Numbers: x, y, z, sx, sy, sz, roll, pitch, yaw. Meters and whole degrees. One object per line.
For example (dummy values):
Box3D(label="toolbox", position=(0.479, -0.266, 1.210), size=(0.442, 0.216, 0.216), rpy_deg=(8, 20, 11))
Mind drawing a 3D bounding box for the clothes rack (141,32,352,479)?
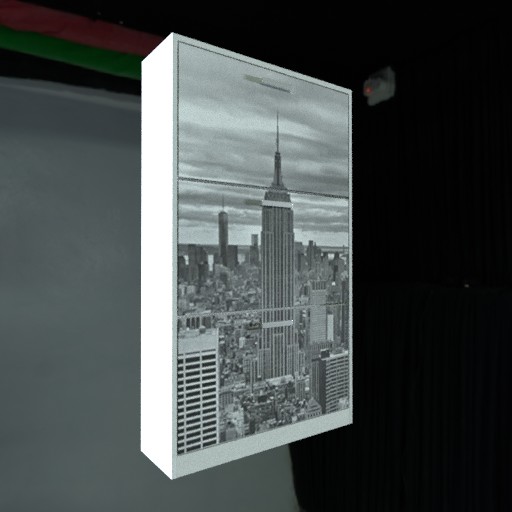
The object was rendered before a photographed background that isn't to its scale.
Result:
Box3D(label="clothes rack", position=(0.000, 0.000, 1.577), size=(0.750, 1.280, 0.250), rpy_deg=(0, -1, -36))
